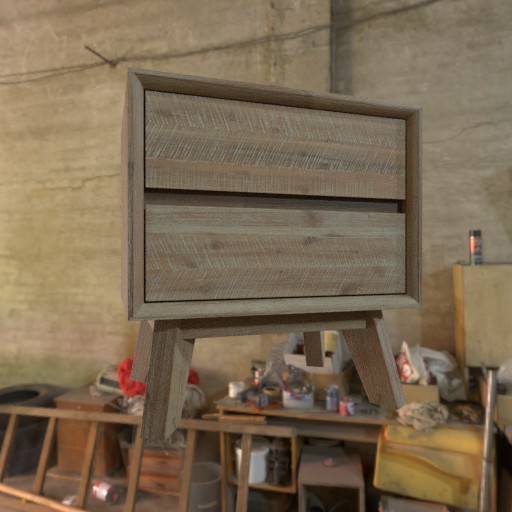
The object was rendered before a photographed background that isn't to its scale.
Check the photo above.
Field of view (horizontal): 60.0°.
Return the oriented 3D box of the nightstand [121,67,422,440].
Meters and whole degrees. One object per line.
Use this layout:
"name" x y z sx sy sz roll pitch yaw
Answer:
"nightstand" 0.000 0.000 0.965 0.552 0.589 0.396 0 0 -18
